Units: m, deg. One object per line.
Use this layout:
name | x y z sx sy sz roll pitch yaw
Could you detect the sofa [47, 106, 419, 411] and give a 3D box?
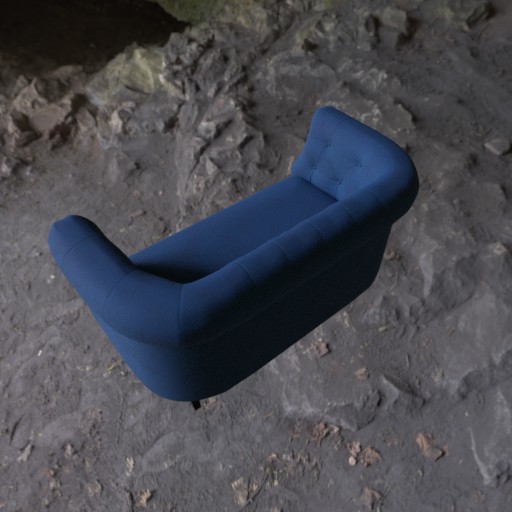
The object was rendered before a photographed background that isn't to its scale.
sofa | 0.000 0.000 2.071 1.558 0.827 0.835 -30 53 -26
